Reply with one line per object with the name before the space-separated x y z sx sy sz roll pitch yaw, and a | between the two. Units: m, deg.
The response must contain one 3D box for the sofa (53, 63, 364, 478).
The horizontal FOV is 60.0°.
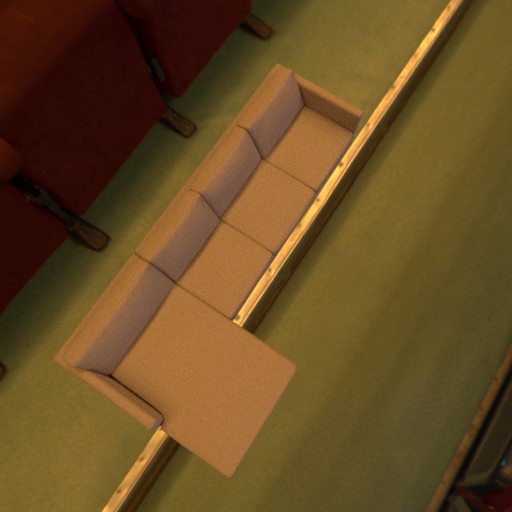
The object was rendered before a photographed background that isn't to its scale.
sofa | 0.000 0.000 3.826 1.625 0.846 3.186 32 77 8
